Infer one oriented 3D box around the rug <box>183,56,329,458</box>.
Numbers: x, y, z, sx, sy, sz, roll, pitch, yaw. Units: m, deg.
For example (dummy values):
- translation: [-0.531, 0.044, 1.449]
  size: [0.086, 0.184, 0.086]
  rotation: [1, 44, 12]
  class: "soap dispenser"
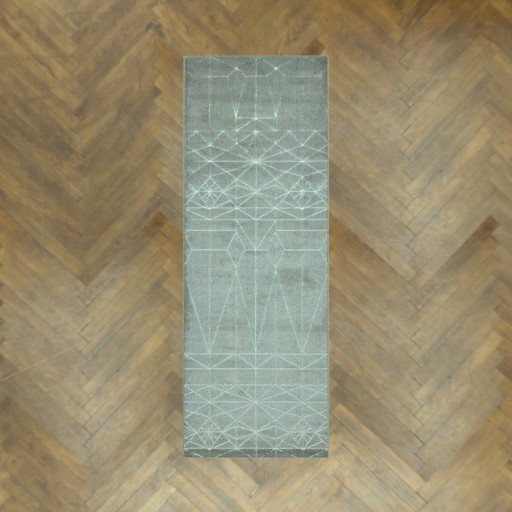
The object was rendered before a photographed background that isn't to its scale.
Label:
- translation: [0.000, 0.000, 2.632]
  size: [0.864, 0.012, 2.388]
  rotation: [0, 89, 0]
  class: "rug"
